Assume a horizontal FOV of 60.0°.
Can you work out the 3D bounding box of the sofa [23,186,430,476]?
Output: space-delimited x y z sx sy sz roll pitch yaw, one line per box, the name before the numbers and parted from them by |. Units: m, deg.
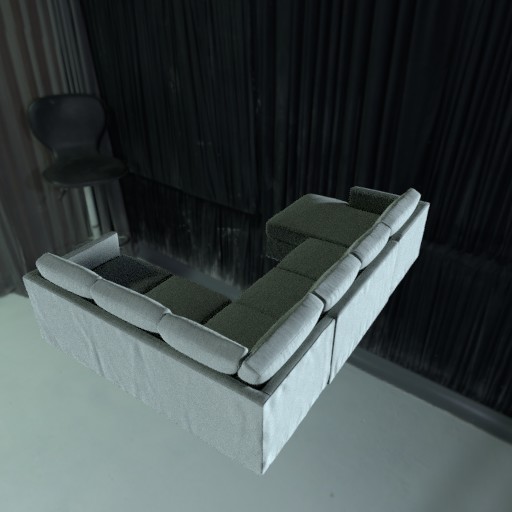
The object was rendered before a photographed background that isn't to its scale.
sofa | 0.000 0.000 4.467 2.440 0.869 3.434 19 36 29
